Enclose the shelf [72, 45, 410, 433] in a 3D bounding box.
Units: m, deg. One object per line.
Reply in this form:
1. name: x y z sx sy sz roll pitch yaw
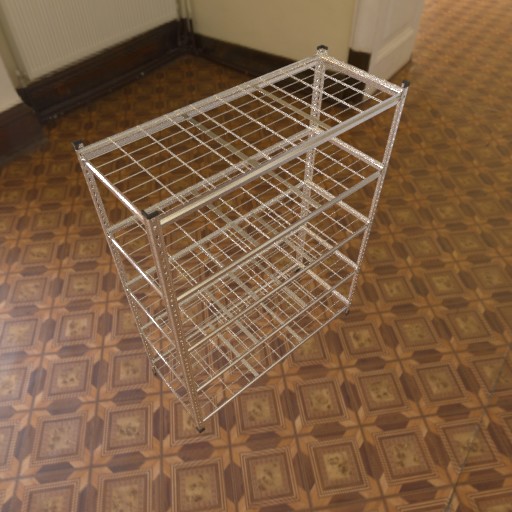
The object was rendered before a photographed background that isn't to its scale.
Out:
1. shelf: 0.000 0.000 2.764 1.524 1.981 0.610 -32 55 -26
